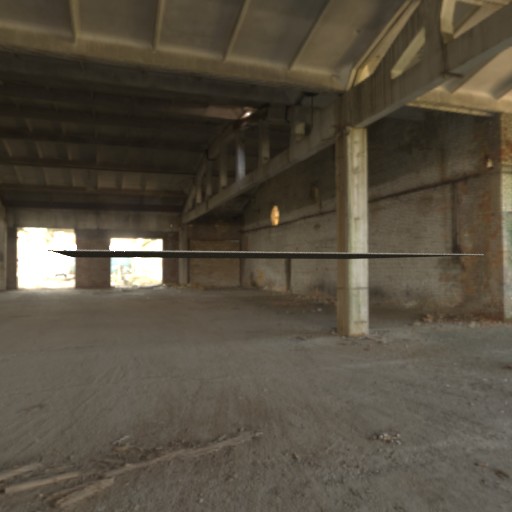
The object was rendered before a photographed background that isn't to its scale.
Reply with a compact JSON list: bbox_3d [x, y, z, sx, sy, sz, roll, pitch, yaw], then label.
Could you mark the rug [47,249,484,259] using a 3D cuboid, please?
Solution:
[{"bbox_3d":[0.000,0.000,3.029,2.438,0.008,1.523,0,-1,-19],"label":"rug"}]
